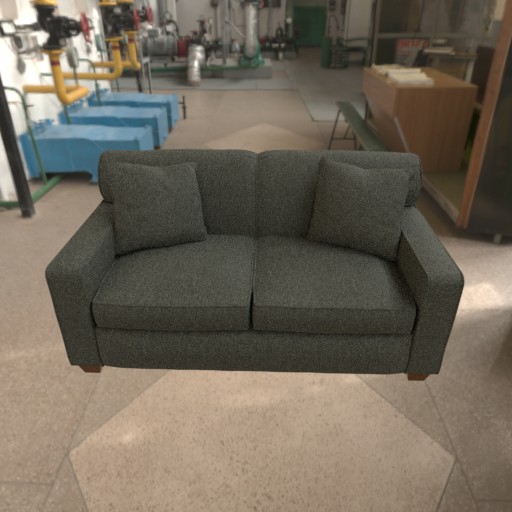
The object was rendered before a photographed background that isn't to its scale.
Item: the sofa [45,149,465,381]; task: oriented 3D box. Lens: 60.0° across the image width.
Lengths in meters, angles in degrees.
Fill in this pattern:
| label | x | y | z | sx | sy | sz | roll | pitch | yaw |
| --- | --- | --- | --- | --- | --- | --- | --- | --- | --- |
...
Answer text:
| label | x | y | z | sx | sy | sz | roll | pitch | yaw |
| --- | --- | --- | --- | --- | --- | --- | --- | --- | --- |
| sofa | 0.000 | 0.000 | 2.390 | 1.846 | 0.958 | 0.998 | 1 | 30 | 2 |
